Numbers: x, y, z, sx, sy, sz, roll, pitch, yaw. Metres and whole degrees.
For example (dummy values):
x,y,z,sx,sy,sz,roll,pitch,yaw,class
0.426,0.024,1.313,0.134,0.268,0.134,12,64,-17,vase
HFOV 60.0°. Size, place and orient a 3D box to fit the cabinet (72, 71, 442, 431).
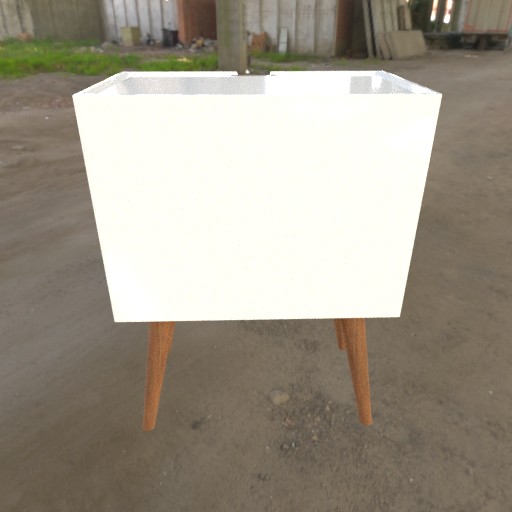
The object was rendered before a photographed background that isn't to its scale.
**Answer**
x,y,z,sx,sy,sz,roll,pitch,yaw,class
0.000,0.000,1.040,0.591,0.772,0.344,-1,29,-1,cabinet
